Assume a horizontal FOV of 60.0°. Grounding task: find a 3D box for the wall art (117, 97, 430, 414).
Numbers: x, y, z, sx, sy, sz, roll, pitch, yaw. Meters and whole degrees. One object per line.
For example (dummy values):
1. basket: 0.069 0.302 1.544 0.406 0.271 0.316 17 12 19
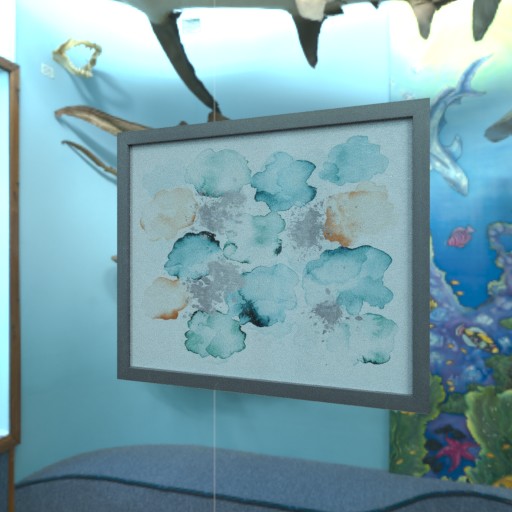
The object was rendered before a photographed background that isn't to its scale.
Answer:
1. wall art: 0.000 0.000 0.904 0.660 0.558 0.026 0 0 20
